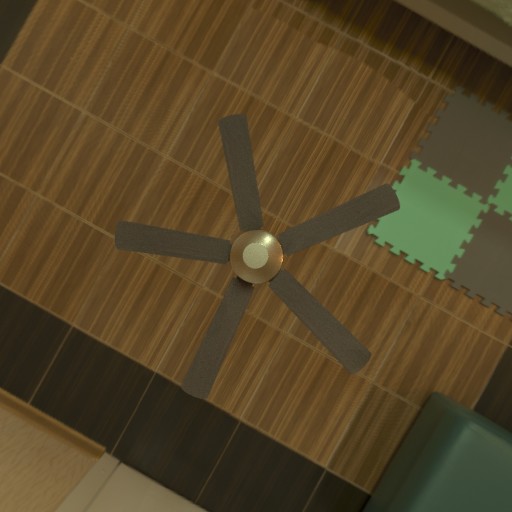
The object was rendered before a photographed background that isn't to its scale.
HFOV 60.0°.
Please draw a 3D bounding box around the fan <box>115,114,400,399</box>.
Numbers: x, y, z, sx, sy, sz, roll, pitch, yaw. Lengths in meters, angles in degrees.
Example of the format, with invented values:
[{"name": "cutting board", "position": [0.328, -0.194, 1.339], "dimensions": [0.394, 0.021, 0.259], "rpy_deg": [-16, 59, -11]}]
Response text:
[{"name": "fan", "position": [0.000, 0.000, 1.969], "dimensions": [1.321, 0.356, 1.321], "rpy_deg": [0, 89, 1]}]
